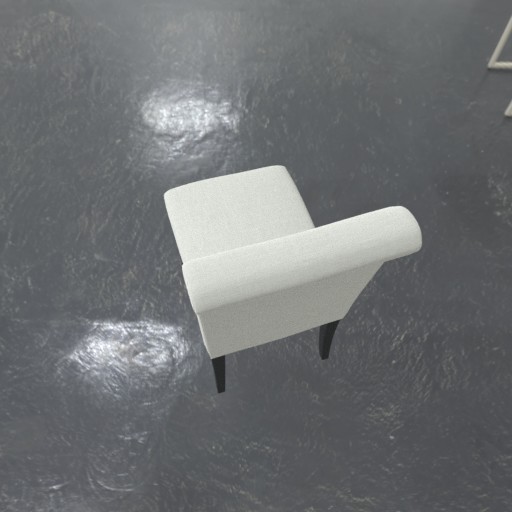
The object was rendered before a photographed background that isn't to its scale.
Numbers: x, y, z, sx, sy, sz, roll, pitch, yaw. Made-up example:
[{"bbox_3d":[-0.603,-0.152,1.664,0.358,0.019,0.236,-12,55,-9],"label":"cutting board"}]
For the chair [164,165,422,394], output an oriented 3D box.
[{"bbox_3d":[0.000,0.000,1.361,0.452,0.976,0.708,-15,59,-9],"label":"chair"}]
